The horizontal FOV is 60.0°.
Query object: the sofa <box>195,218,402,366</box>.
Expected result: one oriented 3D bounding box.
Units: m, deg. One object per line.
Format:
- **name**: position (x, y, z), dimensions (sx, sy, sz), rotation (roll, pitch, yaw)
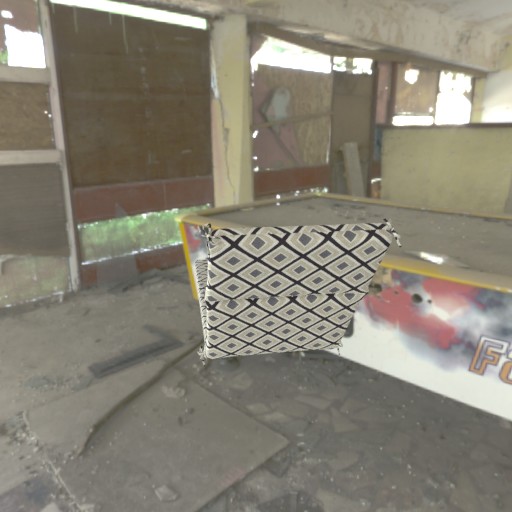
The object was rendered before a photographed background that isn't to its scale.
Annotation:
- **sofa**: position (0.000, 0.000, 2.036), dimensions (0.582, 0.622, 1.663), rotation (-3, 16, -9)
